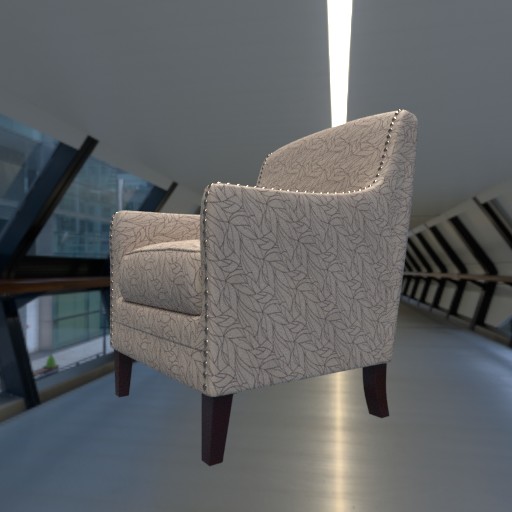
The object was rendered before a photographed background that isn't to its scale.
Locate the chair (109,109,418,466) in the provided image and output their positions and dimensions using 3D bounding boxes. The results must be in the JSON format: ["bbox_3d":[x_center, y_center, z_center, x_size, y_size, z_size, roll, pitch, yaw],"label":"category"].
[{"bbox_3d":[0.000,0.000,1.259,0.651,0.816,0.623,1,-1,-35],"label":"chair"}]
